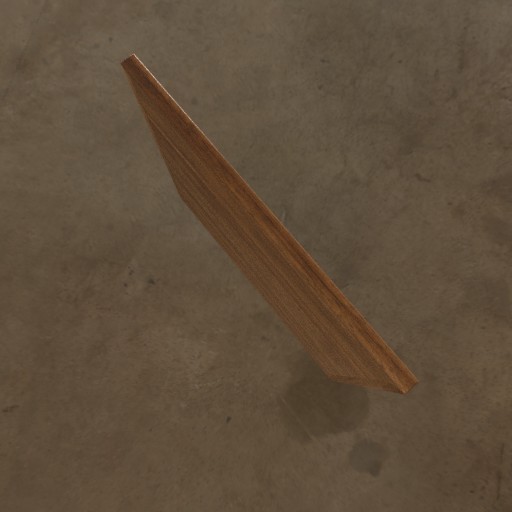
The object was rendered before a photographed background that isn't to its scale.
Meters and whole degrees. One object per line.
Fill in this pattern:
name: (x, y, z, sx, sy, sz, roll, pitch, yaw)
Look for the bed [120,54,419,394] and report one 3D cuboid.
bed: (0.000, 0.000, 1.487, 0.043, 0.940, 1.041, -38, 79, -9)
